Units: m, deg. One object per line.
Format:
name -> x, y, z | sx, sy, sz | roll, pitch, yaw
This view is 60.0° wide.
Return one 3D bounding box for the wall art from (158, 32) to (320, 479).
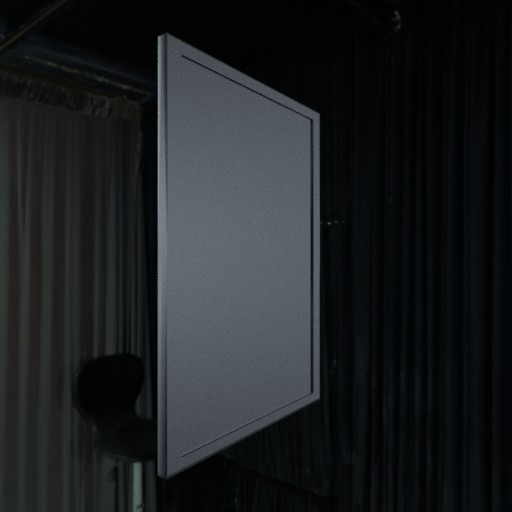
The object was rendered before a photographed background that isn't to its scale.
wall art -> 0.000, 0.000, 0.552 | 0.013, 0.431, 0.303 | 0, 0, 37
